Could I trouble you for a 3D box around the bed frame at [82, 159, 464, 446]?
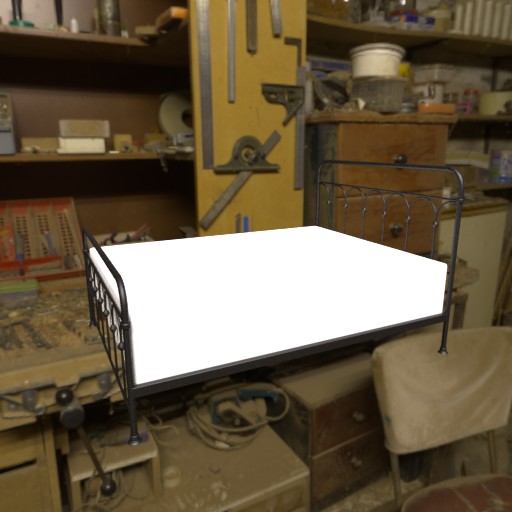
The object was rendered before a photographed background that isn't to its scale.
[{"bbox_3d":[0.000,0.000,3.182,2.203,1.276,1.664,-7,16,-26],"label":"bed frame"}]
